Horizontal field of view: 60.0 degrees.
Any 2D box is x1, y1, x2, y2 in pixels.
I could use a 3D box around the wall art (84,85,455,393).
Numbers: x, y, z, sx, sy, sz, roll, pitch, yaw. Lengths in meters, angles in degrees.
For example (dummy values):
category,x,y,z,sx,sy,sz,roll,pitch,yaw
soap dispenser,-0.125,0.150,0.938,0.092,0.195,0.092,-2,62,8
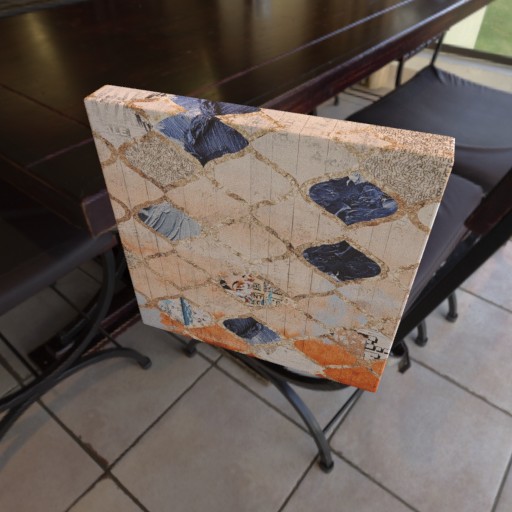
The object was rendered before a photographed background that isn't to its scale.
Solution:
category,x,y,z,sx,sy,sz,roll,pitch,yaw
wall art,0.000,0.000,0.457,0.303,0.304,0.036,13,44,14
